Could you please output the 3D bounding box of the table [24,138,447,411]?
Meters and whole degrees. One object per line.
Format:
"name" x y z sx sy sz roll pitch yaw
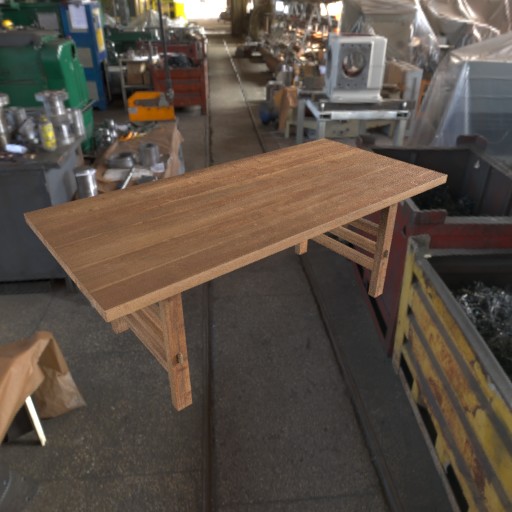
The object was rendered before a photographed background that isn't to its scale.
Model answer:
"table" 0.000 0.000 2.469 2.003 0.760 0.952 -22 37 -33
